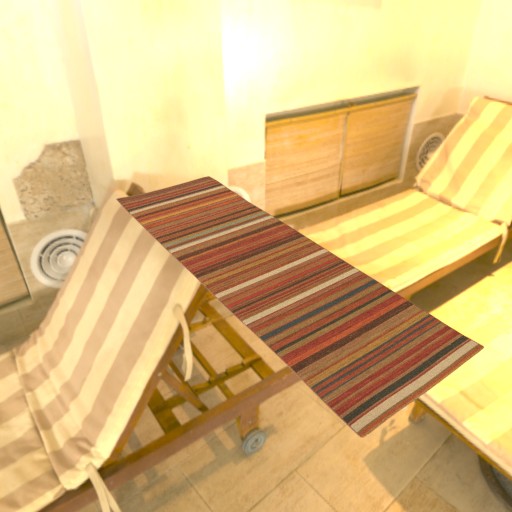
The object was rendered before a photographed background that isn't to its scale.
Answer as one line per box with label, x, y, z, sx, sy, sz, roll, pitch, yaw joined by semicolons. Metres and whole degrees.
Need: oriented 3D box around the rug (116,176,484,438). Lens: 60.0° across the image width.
rug;0.000;0.000;2.639;0.799;0.030;2.444;-21;38;-29
